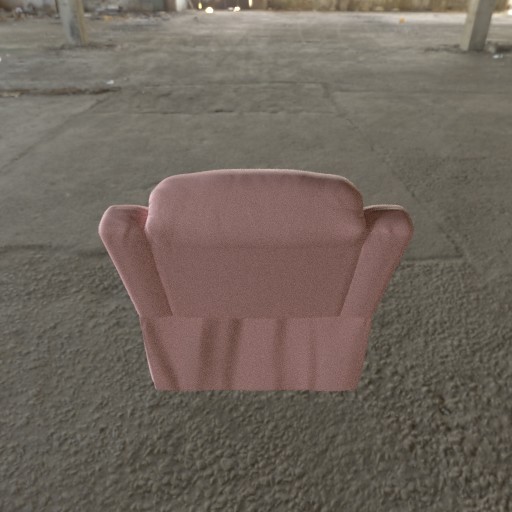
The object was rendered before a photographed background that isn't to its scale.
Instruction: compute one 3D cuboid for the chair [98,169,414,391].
[{"bbox_3d":[0.000,0.000,1.249,0.680,0.702,0.709,0,31,0],"label":"chair"}]
